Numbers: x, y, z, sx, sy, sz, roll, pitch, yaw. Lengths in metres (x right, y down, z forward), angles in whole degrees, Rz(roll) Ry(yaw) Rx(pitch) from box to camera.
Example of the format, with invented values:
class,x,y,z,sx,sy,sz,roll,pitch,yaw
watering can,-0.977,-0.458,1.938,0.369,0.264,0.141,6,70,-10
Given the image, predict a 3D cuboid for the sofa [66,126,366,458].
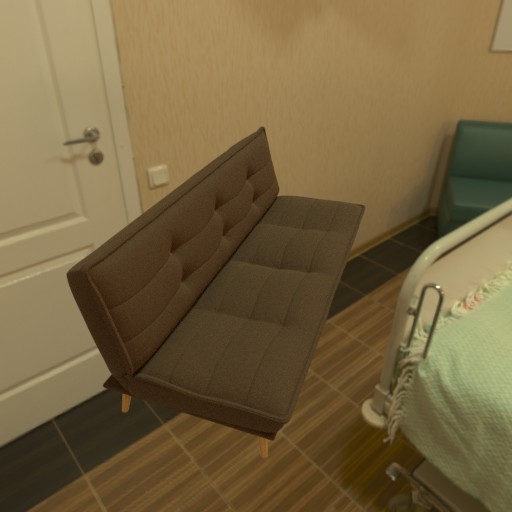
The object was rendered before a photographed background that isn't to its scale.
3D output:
class,x,y,z,sx,sy,sz,roll,pitch,yaw
sofa,0.000,0.000,2.452,0.950,0.890,1.940,11,33,17
